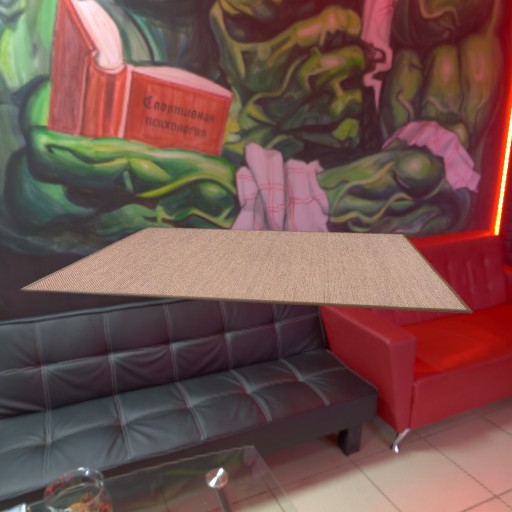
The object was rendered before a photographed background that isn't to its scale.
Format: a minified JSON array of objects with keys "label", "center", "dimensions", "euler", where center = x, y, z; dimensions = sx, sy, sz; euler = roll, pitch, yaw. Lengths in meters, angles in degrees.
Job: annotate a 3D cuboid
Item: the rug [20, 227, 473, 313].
[{"label":"rug","center":[0.000,0.000,4.051],"dimensions":[3.041,0.020,2.413],"euler":[2,14,8]}]
